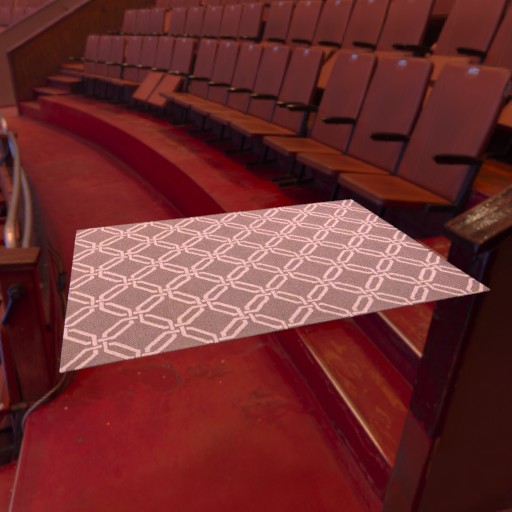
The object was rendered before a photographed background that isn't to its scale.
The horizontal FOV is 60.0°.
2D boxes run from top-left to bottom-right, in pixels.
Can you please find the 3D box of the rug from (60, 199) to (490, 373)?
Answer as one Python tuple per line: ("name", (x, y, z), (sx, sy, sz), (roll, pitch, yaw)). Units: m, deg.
("rug", (0.000, 0.000, 4.342), (3.419, 0.020, 2.441), (-8, 27, -16))
